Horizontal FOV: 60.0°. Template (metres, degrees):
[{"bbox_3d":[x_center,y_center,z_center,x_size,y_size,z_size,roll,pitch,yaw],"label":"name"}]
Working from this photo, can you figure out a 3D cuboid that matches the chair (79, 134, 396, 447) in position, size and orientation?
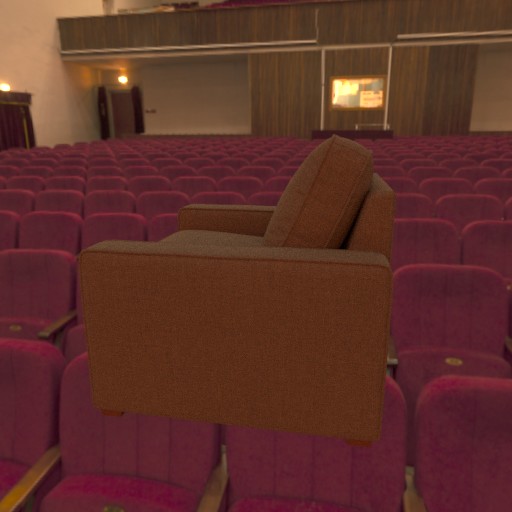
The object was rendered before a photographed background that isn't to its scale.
[{"bbox_3d":[0.000,0.000,1.742,0.940,0.919,1.017,3,15,10],"label":"chair"}]
